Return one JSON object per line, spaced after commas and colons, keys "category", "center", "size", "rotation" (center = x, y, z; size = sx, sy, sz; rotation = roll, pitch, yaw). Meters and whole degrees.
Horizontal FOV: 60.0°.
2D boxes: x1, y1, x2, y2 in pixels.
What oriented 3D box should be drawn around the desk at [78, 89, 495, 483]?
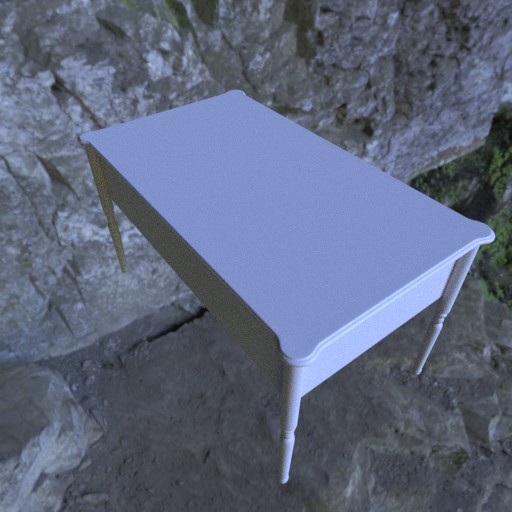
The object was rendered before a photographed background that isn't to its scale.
{"category": "desk", "center": [0.000, 0.000, 1.808], "size": [0.807, 0.762, 1.380], "rotation": [-27, 49, -26]}
